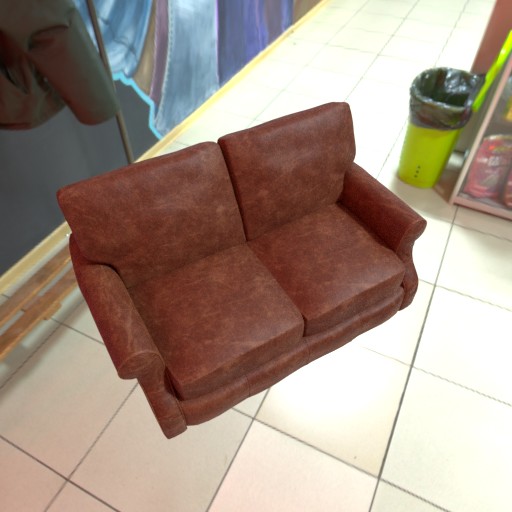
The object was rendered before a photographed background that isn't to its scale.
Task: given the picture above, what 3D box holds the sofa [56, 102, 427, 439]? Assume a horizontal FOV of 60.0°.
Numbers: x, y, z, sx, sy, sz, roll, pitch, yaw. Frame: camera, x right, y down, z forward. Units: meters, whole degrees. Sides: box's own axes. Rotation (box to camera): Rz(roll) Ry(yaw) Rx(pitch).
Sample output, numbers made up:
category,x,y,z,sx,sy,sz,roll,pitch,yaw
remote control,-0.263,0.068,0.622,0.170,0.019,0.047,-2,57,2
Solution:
category,x,y,z,sx,sy,sz,roll,pitch,yaw
sofa,0.000,0.000,2.200,1.616,0.967,0.990,-24,51,-20
